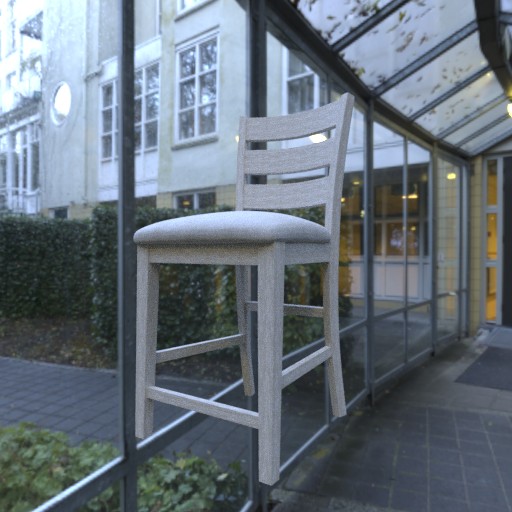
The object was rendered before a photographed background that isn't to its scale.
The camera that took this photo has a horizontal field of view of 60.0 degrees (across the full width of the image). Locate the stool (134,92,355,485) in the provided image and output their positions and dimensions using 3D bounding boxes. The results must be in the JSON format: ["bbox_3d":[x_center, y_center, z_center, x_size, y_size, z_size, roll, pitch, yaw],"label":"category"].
[{"bbox_3d":[0.000,0.000,1.349,0.484,1.032,0.569,1,1,35],"label":"stool"}]
